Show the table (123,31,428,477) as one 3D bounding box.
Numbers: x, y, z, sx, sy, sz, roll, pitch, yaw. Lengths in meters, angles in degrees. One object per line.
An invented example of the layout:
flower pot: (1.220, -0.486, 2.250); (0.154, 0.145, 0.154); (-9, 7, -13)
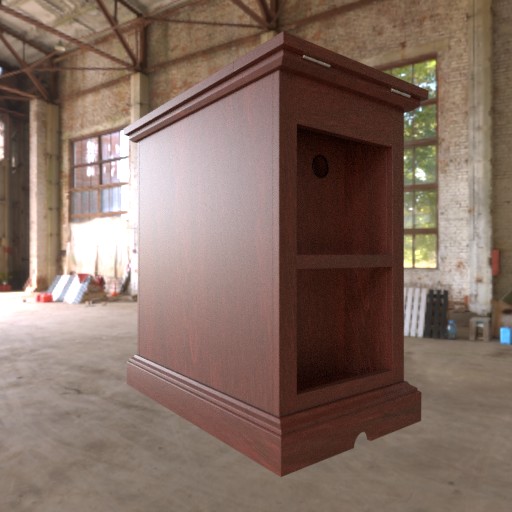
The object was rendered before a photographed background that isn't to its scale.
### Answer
table: (0.000, 0.000, 0.942); (0.356, 0.612, 0.584); (0, 0, -38)
